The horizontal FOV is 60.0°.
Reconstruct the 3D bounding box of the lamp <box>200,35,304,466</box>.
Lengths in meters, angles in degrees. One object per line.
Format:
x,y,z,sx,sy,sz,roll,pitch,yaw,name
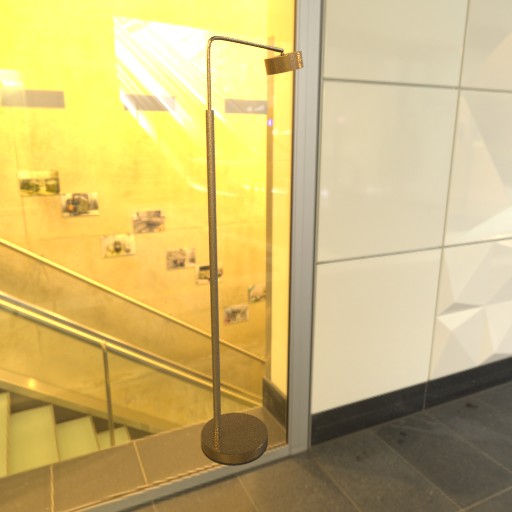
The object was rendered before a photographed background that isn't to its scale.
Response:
0.000,0.000,1.373,0.418,1.230,0.219,-14,20,-43,lamp
